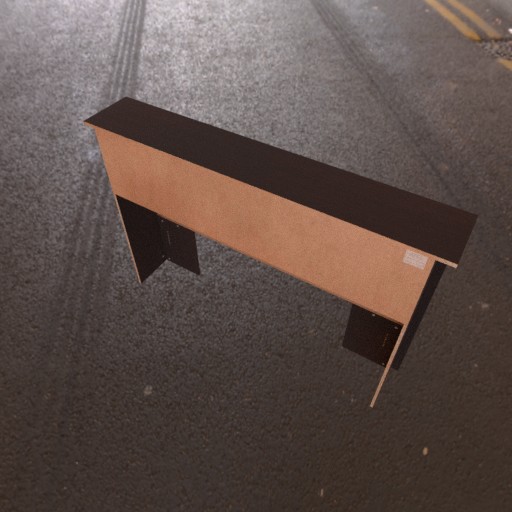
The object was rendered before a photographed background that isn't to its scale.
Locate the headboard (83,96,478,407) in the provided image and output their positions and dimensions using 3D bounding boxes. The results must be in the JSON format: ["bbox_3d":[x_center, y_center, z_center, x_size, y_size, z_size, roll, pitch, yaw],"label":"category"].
[{"bbox_3d":[0.000,0.000,2.178,1.671,1.092,0.279,24,51,21],"label":"headboard"}]
